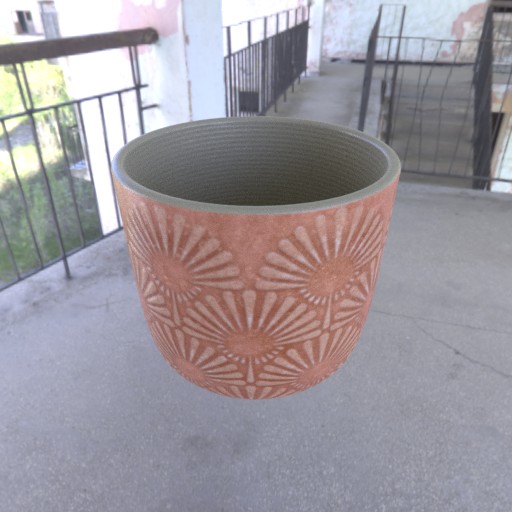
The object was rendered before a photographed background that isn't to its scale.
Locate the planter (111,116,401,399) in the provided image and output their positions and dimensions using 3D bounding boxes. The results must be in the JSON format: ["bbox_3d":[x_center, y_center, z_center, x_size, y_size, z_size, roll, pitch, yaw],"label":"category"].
[{"bbox_3d":[0.000,0.000,0.224,0.124,0.109,0.124,0,31,0],"label":"planter"}]
